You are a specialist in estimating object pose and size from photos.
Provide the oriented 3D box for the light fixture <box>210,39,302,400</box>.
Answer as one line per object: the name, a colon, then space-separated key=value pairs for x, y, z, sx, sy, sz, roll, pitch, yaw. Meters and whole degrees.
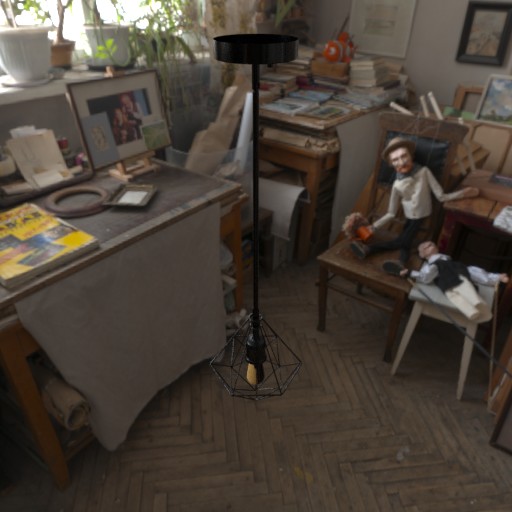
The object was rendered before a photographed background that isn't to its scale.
light fixture: x=0.000 y=0.000 z=1.991 sx=0.487 sy=1.764 sz=0.431 roll=-1 pitch=32 yaw=-1
